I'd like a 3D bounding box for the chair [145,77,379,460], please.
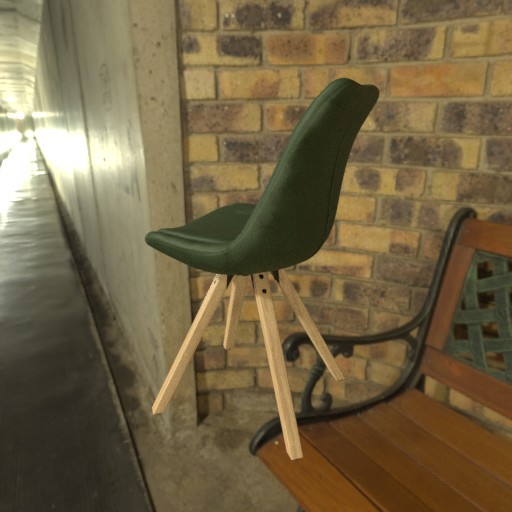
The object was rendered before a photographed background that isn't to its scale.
[{"bbox_3d":[0.000,0.000,1.198,0.547,0.865,0.483,9,20,25],"label":"chair"}]
